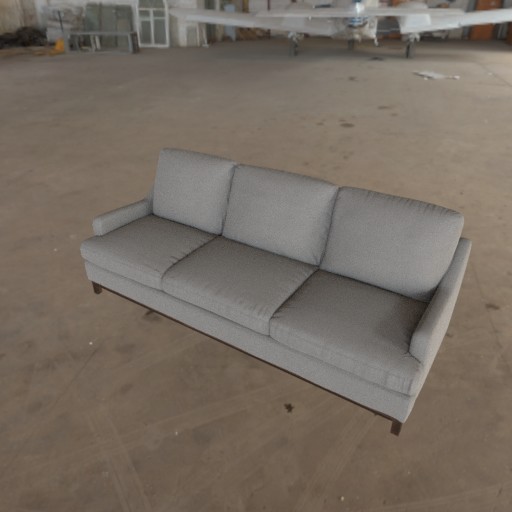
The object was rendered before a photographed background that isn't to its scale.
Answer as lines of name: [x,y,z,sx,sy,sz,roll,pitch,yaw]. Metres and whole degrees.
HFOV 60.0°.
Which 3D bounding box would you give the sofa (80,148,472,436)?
sofa: [0.000,0.000,2.842,2.344,0.926,0.987,18,35,28]
